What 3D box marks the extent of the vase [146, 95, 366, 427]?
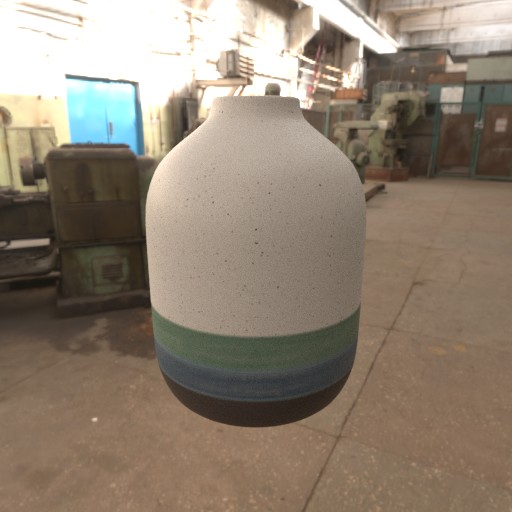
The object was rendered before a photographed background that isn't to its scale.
[{"bbox_3d":[0.000,0.000,0.357,0.169,0.240,0.169,0,16,0],"label":"vase"}]
